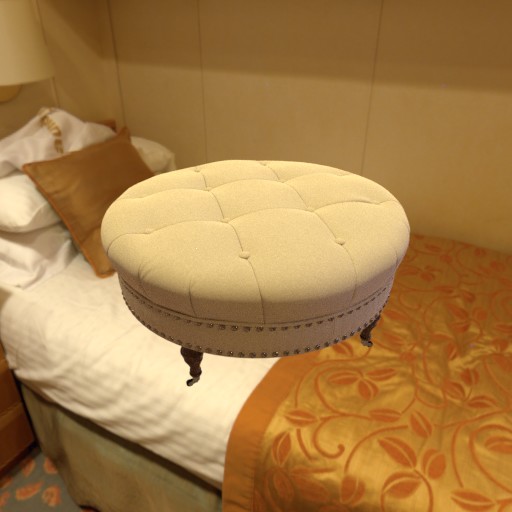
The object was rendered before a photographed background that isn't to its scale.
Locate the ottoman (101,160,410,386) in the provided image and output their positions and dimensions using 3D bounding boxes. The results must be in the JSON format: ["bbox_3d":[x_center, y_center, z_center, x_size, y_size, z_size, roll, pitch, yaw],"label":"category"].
[{"bbox_3d":[0.000,0.000,1.416,0.901,0.439,0.901,0,30,0],"label":"ottoman"}]
